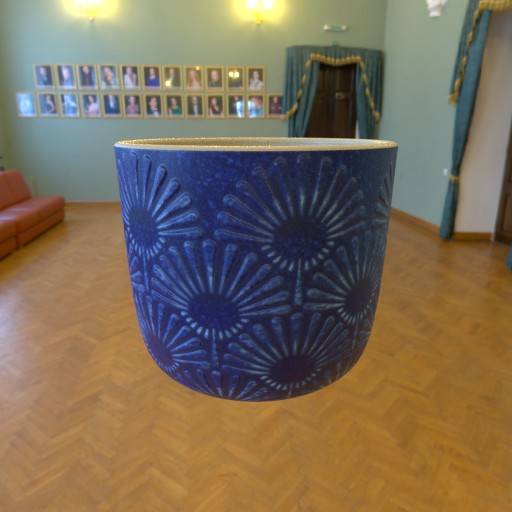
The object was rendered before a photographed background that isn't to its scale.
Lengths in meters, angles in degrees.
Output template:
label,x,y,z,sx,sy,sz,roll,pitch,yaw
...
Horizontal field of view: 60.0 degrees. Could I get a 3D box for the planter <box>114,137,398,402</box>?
label,x,y,z,sx,sy,sz,roll,pitch,yaw
planter,0.000,0.000,0.217,0.124,0.109,0.124,0,16,0
